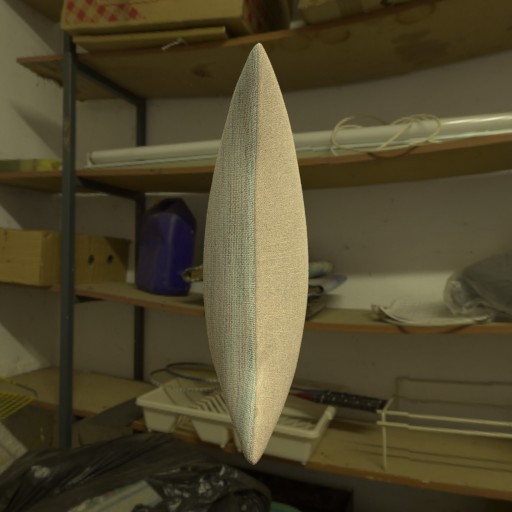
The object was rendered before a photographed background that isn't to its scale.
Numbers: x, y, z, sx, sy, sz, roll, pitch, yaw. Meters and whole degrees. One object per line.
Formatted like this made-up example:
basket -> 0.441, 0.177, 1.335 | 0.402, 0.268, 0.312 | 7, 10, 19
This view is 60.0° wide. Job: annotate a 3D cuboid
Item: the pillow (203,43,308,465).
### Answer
pillow -> 0.000, 0.000, 0.778 | 0.178, 0.506, 0.512 | 0, -2, 0
